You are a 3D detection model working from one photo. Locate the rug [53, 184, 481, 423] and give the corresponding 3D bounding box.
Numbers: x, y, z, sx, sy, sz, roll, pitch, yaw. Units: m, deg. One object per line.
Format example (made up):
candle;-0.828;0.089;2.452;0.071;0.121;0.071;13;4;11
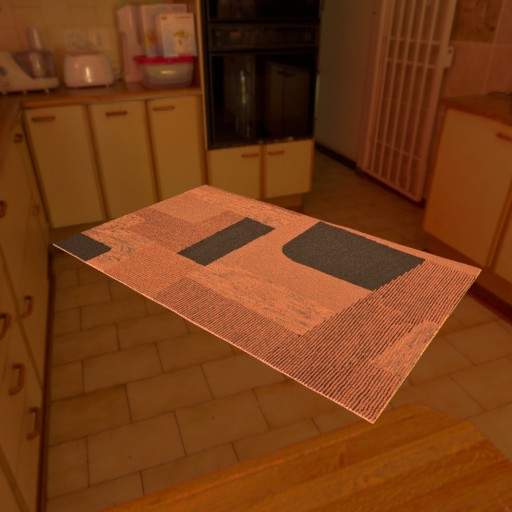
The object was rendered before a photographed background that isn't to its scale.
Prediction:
rug;0.000;0.000;2.951;2.436;0.015;1.521;22;36;33
